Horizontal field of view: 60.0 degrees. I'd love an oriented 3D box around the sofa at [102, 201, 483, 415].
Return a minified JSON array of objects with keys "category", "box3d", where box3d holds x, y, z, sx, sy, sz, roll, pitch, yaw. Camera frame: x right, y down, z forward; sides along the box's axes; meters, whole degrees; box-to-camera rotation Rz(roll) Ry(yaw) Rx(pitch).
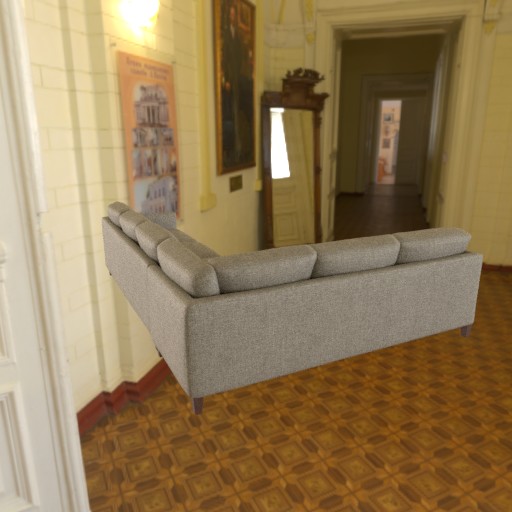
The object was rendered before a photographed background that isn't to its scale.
[{"category":"sofa","box3d":[0.000,0.000,4.540,2.593,0.947,3.302,-8,17,-26]}]
